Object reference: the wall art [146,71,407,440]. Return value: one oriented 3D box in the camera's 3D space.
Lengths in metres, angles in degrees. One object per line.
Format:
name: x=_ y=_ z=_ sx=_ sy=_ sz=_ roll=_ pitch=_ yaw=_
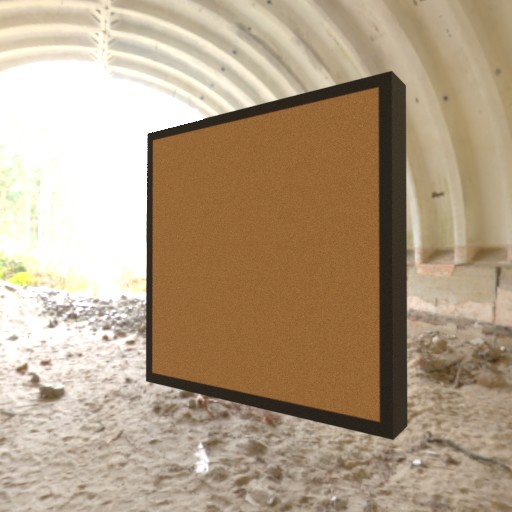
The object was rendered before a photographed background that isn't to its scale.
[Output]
wall art: x=0.000 y=0.000 z=0.468 sx=0.304 sy=0.304 sz=0.038 roll=-1 pitch=-1 yaw=36
